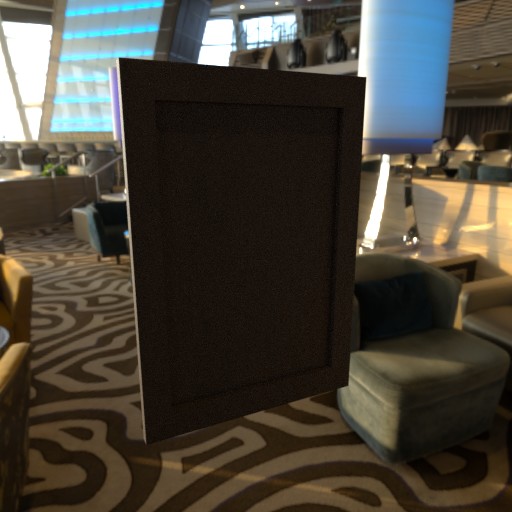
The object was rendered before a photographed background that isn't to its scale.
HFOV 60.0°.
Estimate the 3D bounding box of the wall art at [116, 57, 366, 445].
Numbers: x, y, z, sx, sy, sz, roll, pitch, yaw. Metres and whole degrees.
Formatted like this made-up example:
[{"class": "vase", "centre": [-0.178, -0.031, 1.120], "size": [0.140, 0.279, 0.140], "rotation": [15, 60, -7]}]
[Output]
[{"class": "wall art", "centre": [0.000, 0.000, 0.655], "size": [0.359, 0.513, 0.017], "rotation": [-7, 16, -25]}]
